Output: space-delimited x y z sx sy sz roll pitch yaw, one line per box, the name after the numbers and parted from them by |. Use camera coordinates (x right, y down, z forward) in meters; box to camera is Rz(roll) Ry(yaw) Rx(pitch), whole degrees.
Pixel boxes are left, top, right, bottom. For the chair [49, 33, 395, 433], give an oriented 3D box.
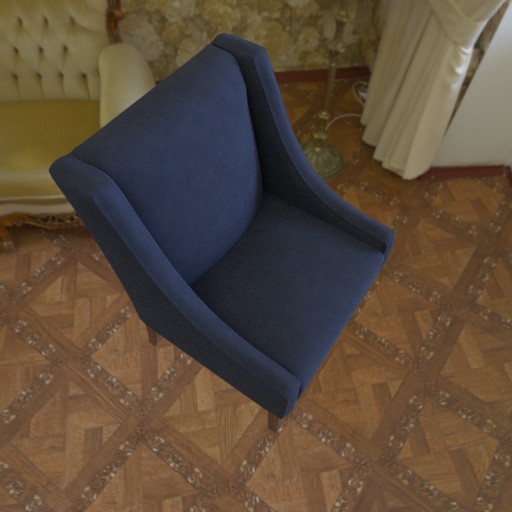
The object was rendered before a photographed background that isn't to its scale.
0.000 0.000 1.304 0.629 0.895 0.629 30 62 18 | chair
